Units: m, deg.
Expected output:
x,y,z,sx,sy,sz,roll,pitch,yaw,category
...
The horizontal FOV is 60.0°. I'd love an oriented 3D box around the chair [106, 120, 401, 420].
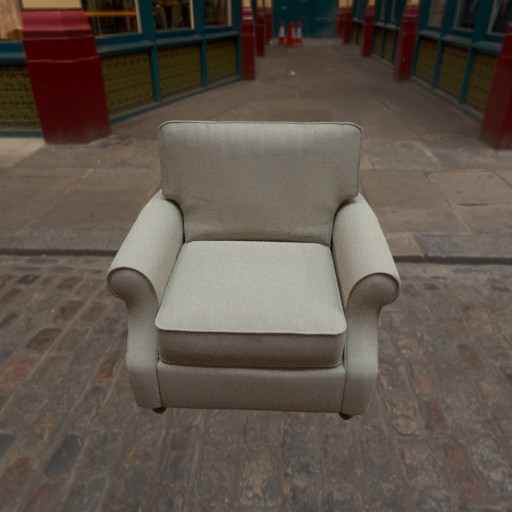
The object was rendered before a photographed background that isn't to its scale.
x,y,z,sx,sy,sz,roll,pitch,yaw,category
0.000,0.000,1.836,1.029,0.967,0.966,1,30,2,chair
